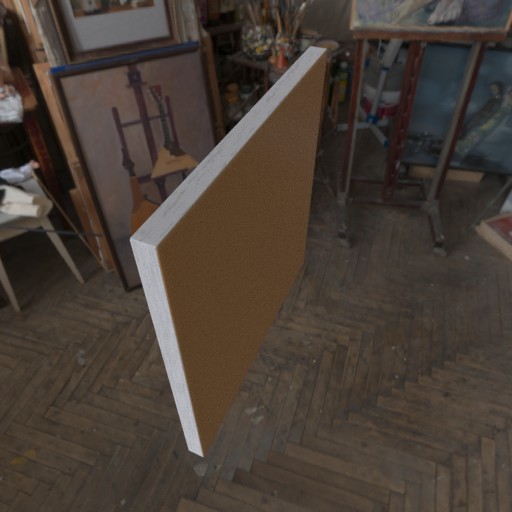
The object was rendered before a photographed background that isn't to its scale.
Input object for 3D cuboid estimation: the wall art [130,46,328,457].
[{"bbox_3d":[0.000,0.000,1.897,0.078,1.288,1.287,18,48,17],"label":"wall art"}]
